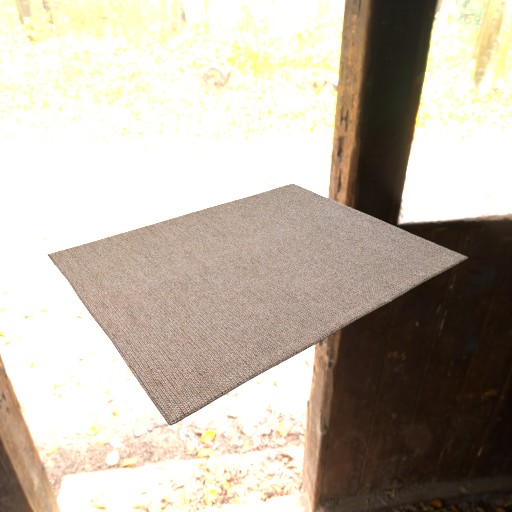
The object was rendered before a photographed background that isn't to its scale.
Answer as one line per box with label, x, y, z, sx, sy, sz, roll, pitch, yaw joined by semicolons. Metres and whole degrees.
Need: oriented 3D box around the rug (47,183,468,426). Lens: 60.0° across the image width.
rug;0.000;0.000;4.067;3.034;0.012;2.406;-21;36;-32
